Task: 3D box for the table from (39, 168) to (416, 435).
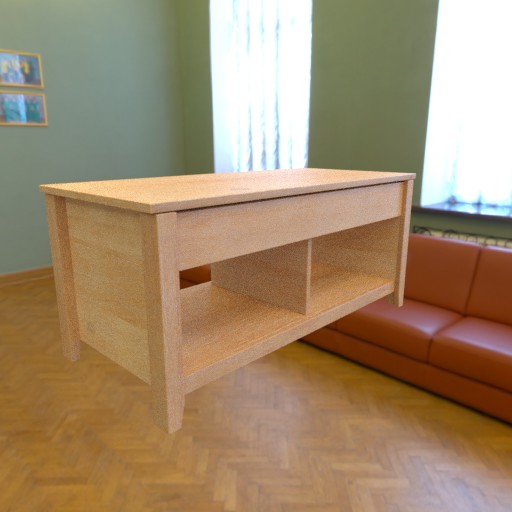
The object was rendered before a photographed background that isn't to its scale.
[{"bbox_3d":[0.000,0.000,1.322,0.483,0.457,1.016,14,20,42],"label":"table"}]
